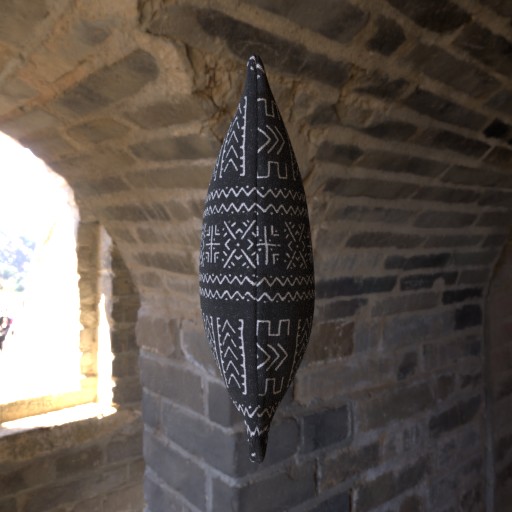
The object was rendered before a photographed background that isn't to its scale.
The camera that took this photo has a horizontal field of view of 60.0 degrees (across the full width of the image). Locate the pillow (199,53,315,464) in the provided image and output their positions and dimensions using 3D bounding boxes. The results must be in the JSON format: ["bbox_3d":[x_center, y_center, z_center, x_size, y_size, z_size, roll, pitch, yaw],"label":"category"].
[{"bbox_3d":[0.000,0.000,0.665,0.164,0.430,0.438,0,1,0],"label":"pillow"}]
